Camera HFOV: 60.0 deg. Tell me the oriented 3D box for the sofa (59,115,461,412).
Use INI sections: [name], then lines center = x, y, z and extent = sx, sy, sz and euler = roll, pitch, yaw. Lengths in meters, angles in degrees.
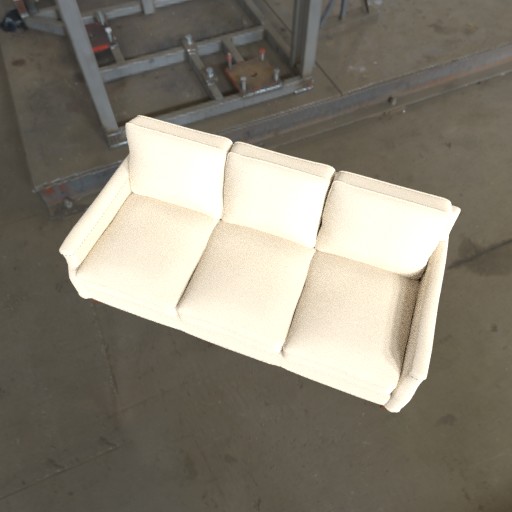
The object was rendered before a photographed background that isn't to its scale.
[sofa]
center = 0.000, 0.000, 2.828
extent = 2.246, 1.003, 1.084
euler = 18, 60, 11
